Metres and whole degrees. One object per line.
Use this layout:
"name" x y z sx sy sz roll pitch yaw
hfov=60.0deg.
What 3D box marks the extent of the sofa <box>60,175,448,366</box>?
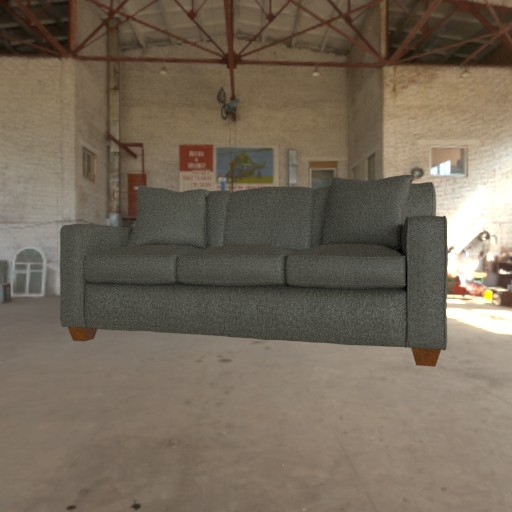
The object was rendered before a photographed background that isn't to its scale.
"sofa" 0.000 0.000 2.604 2.024 0.958 0.997 0 0 18
